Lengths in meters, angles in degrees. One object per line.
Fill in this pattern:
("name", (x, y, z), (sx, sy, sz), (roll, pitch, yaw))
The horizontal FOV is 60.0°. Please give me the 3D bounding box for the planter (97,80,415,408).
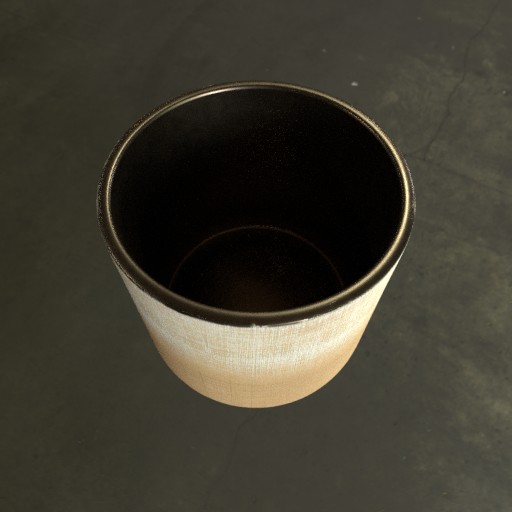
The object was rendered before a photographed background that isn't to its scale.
("planter", (0.000, 0.000, 0.389), (0.221, 0.201, 0.221), (0, 58, 0))
